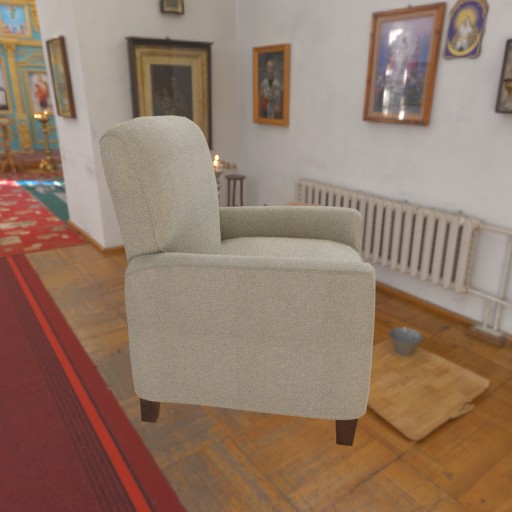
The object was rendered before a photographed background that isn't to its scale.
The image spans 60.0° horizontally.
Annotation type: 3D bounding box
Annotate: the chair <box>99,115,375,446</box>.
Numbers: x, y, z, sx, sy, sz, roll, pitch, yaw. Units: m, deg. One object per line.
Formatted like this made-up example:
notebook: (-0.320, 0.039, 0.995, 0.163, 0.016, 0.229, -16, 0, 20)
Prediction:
chair: (0.000, 0.000, 1.674, 0.853, 1.006, 0.850, 3, 19, 9)
